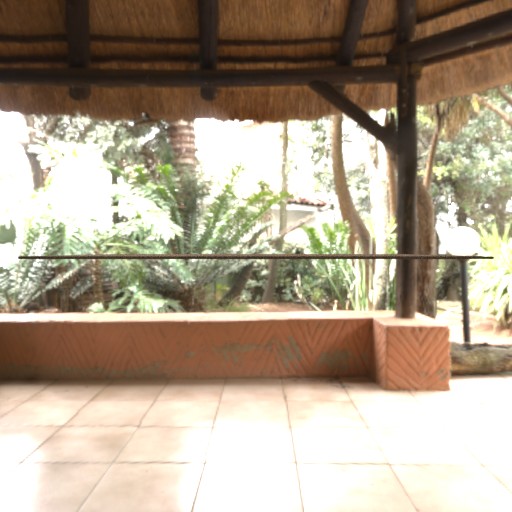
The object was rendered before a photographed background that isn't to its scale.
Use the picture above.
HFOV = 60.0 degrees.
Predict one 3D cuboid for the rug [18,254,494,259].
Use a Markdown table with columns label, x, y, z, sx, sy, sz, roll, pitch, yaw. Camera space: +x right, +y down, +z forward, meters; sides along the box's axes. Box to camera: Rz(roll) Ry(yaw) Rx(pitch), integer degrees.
| label | x | y | z | sx | sy | sz | roll | pitch | yaw |
| --- | --- | --- | --- | --- | --- | --- | --- | --- | --- |
| rug | 0.000 | 0.000 | 3.024 | 2.438 | 0.015 | 1.524 | 0 | 1 | 0 |
